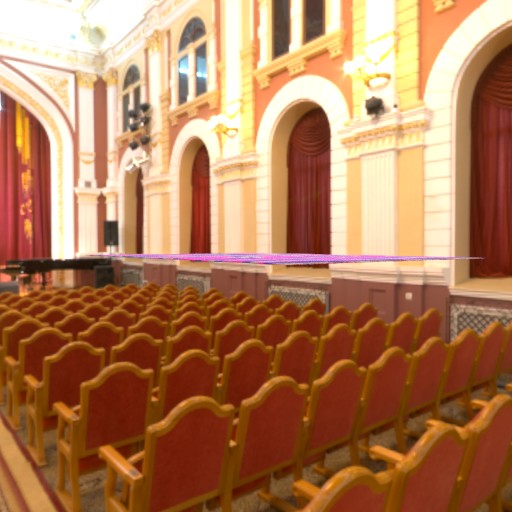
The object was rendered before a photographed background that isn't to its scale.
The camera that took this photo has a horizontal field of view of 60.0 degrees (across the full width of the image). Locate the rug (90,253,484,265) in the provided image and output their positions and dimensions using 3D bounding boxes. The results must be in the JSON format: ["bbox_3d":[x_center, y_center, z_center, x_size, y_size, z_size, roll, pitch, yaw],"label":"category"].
[{"bbox_3d":[0.000,0.000,2.983,1.539,0.013,2.350,-1,2,-38],"label":"rug"}]
